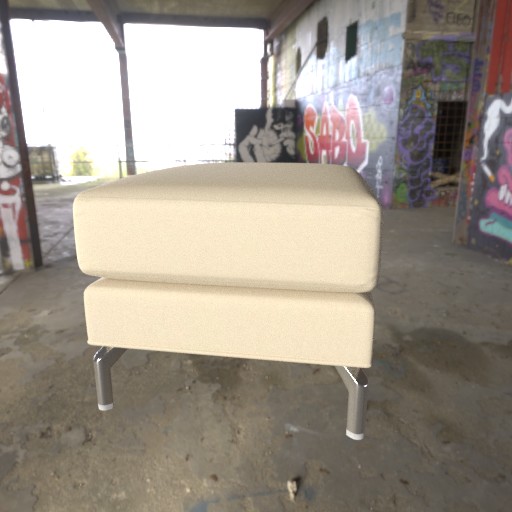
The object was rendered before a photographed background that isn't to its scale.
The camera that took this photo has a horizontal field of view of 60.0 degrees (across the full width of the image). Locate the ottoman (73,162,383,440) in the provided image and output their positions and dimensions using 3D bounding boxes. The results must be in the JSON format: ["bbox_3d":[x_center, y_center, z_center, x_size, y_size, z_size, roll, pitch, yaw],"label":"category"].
[{"bbox_3d":[0.000,0.000,1.220,0.581,0.497,0.835,3,15,9],"label":"ottoman"}]
